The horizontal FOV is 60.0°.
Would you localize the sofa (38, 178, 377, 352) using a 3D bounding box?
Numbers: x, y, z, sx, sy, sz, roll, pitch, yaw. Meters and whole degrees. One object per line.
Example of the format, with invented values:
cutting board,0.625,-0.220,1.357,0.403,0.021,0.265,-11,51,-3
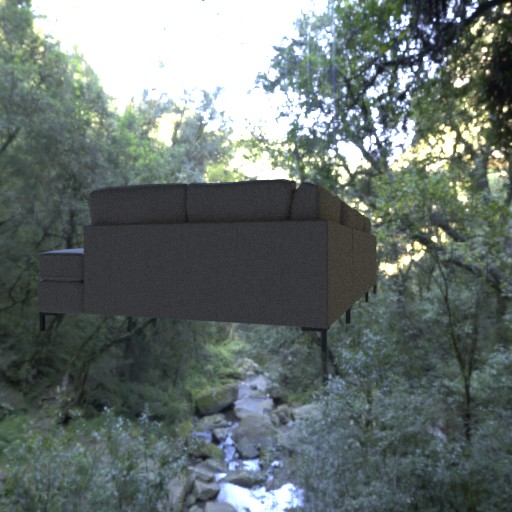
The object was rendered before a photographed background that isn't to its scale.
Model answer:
sofa,0.000,0.000,4.320,2.021,0.996,3.423,0,1,20
